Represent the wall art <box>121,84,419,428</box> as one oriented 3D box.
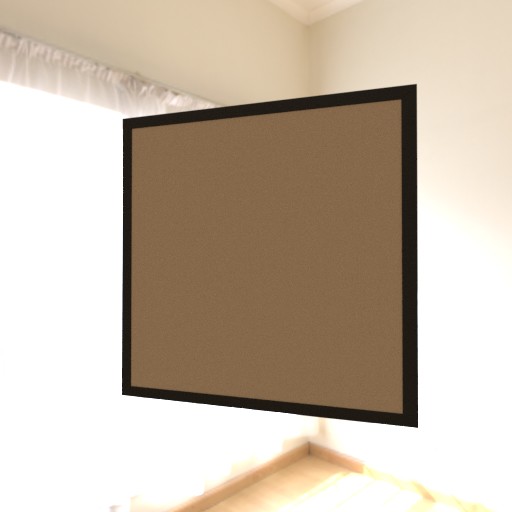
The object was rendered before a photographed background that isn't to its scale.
[{"bbox_3d":[0.000,0.000,0.447,0.306,0.304,0.015,0,-1,18],"label":"wall art"}]
